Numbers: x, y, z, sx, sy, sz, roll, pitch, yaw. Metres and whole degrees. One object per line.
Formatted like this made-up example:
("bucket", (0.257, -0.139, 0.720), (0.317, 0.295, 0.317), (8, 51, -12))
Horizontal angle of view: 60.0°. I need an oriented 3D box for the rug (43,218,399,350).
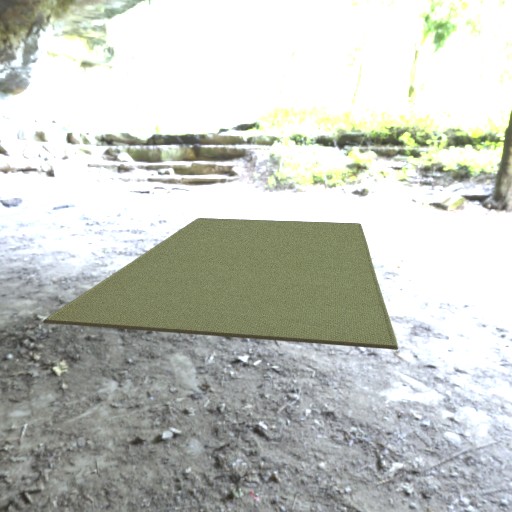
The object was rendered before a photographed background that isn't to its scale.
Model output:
("rug", (0.000, 0.000, 2.079), (1.067, 0.013, 1.676), (3, 16, 9))
